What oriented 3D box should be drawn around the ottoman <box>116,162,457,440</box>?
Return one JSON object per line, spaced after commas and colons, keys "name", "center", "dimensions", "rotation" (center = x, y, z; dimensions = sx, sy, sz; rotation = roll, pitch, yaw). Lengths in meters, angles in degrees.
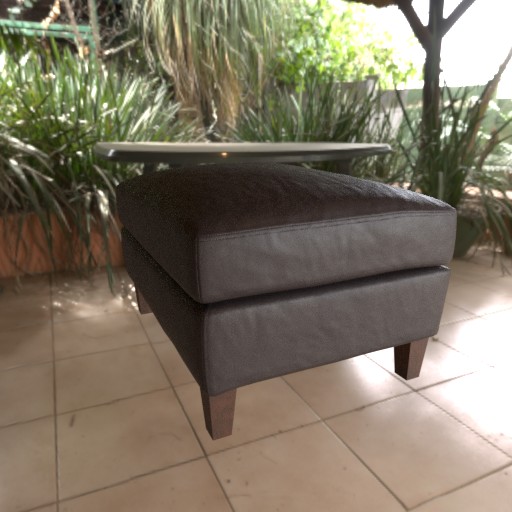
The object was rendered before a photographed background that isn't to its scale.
{"name": "ottoman", "center": [0.000, 0.000, 1.293], "dimensions": [0.659, 0.529, 0.887], "rotation": [-8, 18, -25]}
